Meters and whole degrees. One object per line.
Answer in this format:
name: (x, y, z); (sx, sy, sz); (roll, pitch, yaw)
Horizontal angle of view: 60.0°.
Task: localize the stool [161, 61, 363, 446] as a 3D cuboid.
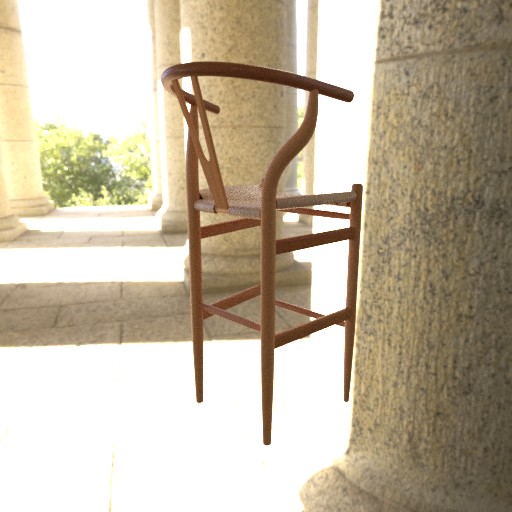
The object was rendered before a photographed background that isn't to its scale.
stool: (0.000, 0.000, 1.404); (0.561, 1.068, 0.574); (-13, 18, -43)
